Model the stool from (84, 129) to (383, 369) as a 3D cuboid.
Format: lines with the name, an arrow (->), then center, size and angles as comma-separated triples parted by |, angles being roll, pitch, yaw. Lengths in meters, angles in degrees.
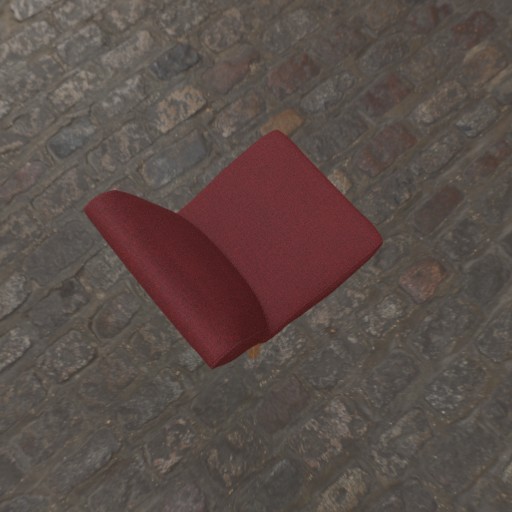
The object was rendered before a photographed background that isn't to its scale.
stool -> 0.000, 0.000, 1.350 | 0.562, 1.038, 0.468 | -40, 79, -9
